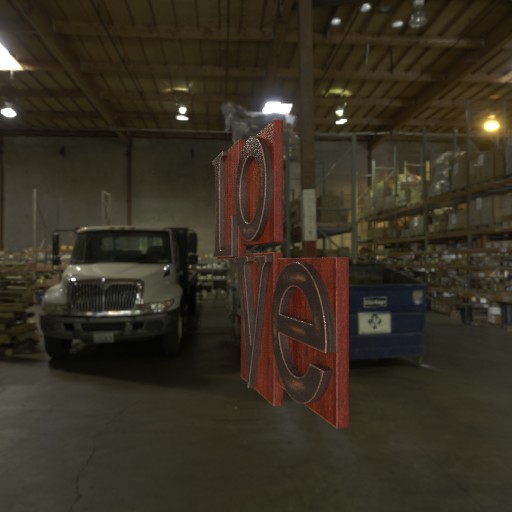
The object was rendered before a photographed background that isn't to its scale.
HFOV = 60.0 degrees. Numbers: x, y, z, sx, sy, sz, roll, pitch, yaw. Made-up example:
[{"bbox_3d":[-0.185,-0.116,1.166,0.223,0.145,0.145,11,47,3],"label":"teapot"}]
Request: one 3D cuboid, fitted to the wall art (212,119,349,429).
[{"bbox_3d":[0.000,0.000,0.828,0.030,0.497,0.635,0,-1,-18],"label":"wall art"}]
